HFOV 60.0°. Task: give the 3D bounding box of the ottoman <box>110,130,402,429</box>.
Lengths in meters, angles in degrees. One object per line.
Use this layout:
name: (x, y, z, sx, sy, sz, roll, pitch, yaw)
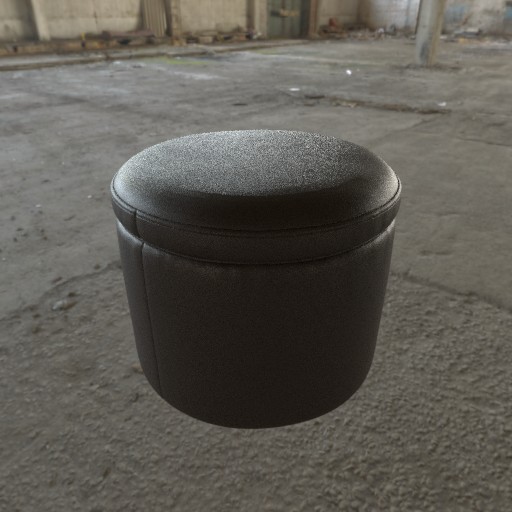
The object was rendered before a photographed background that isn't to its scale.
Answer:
ottoman: (0.000, 0.000, 0.863, 0.500, 0.409, 0.500, 0, 29, 0)
